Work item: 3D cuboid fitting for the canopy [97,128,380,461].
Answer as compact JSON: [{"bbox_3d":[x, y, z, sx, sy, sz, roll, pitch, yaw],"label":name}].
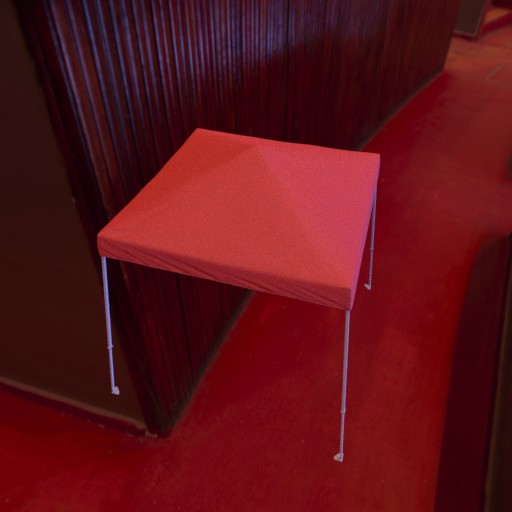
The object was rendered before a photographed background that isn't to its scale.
[{"bbox_3d":[0.000,0.000,6.631,3.600,3.600,3.599,12,42,13],"label":"canopy"}]
